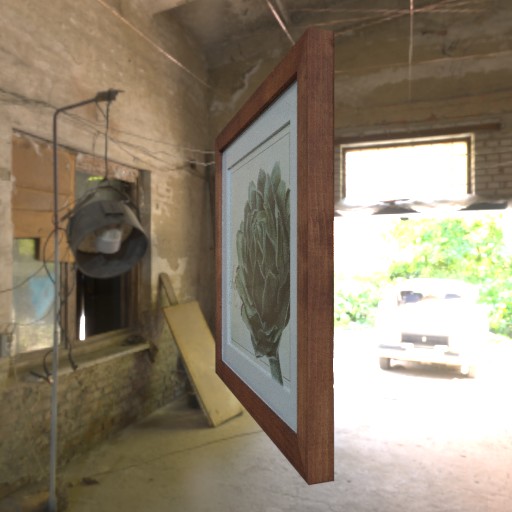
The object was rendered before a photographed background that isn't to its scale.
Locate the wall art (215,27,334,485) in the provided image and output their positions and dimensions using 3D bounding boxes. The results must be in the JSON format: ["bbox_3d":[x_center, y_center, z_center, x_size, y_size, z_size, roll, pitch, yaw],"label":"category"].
[{"bbox_3d":[0.000,0.000,0.823,0.037,0.572,0.554,0,0,-17],"label":"wall art"}]
